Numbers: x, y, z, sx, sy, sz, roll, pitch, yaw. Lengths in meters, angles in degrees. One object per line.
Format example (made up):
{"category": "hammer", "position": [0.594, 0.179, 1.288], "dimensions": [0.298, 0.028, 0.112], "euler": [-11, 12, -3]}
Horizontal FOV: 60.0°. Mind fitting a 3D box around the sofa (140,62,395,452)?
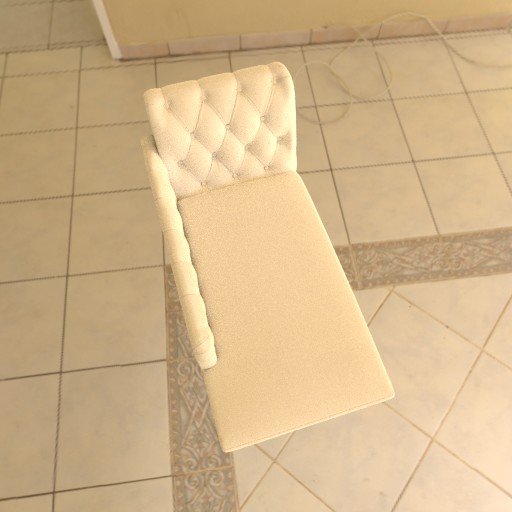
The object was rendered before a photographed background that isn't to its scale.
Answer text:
{"category": "sofa", "position": [0.000, 0.000, 1.853], "dimensions": [0.675, 0.787, 1.379], "euler": [-15, 65, -7]}
